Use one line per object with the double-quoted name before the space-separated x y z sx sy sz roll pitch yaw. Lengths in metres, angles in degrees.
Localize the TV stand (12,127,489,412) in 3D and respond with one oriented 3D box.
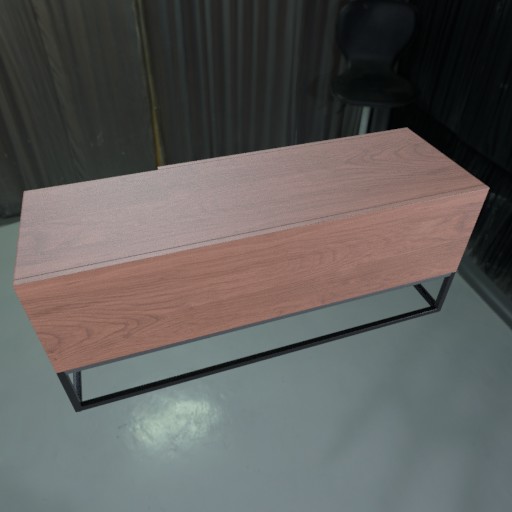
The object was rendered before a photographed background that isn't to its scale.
"TV stand" 0.000 0.000 1.371 1.200 0.500 0.415 -12 42 -14
